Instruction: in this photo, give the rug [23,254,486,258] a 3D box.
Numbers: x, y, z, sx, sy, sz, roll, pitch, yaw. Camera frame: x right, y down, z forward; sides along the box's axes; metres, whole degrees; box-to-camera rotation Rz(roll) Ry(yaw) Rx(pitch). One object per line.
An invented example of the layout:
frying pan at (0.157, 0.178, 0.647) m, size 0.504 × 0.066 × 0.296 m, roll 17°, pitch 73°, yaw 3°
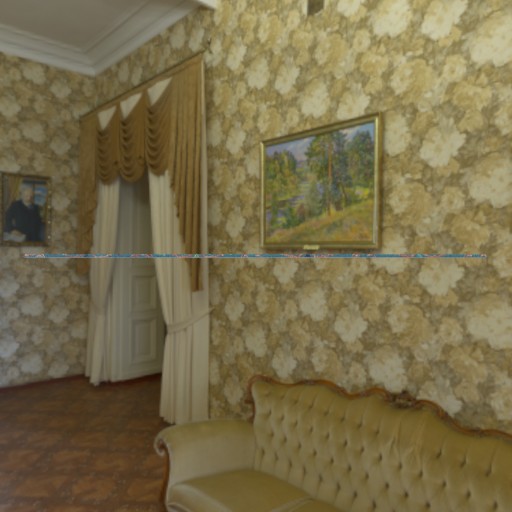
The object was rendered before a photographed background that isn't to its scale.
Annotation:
rug at (0.000, 0.000, 4.267) m, size 3.204 × 0.025 × 2.434 m, roll 0°, pitch 0°, yaw 1°
